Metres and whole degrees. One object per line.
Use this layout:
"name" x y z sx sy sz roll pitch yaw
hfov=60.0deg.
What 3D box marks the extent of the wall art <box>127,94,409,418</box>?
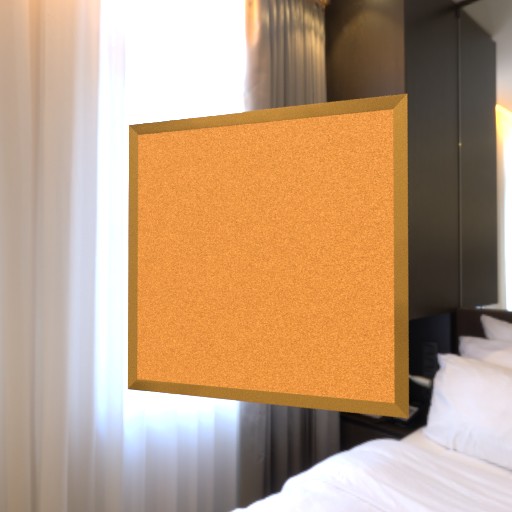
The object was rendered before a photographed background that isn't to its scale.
"wall art" 0.000 0.000 1.176 0.762 0.762 0.038 0 -1 18
